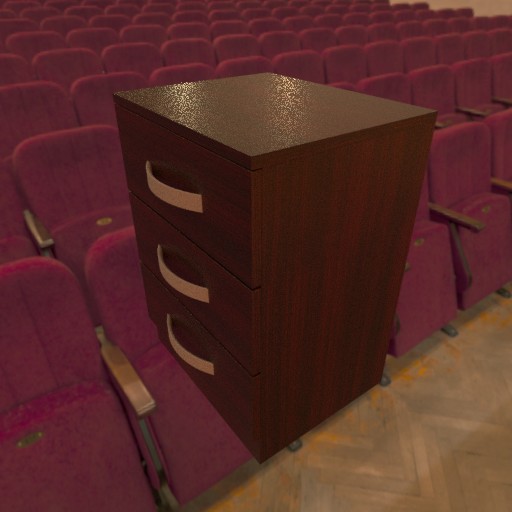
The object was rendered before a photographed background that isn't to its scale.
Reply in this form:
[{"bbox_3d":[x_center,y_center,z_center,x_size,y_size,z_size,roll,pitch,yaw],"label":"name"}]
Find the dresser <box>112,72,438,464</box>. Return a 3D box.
[{"bbox_3d":[0.000,0.000,0.834,0.360,0.560,0.400,-21,37,-30],"label":"dresser"}]
